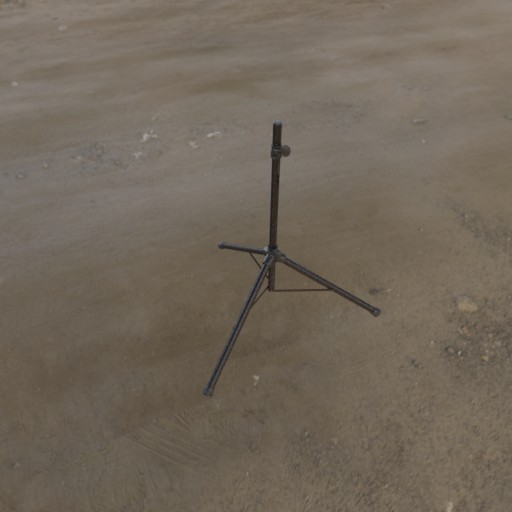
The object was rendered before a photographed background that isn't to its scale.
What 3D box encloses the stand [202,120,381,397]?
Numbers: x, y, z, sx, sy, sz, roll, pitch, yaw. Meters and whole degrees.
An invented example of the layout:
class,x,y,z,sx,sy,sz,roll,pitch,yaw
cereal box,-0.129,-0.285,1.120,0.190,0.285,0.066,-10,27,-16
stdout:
class,x,y,z,sx,sy,sz,roll,pitch,yaw
stand,0.000,0.000,1.936,1.045,1.136,0.907,25,51,21
